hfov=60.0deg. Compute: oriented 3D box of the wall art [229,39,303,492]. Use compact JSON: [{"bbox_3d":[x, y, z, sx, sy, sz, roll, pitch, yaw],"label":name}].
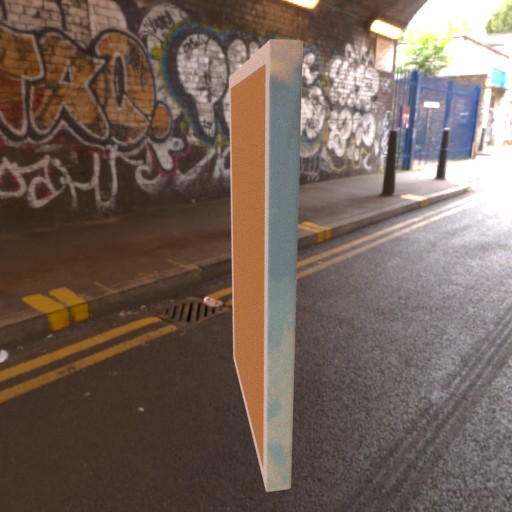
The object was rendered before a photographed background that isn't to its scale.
[{"bbox_3d":[0.000,0.000,0.759,0.038,0.610,0.401,-3,17,-9],"label":"wall art"}]
